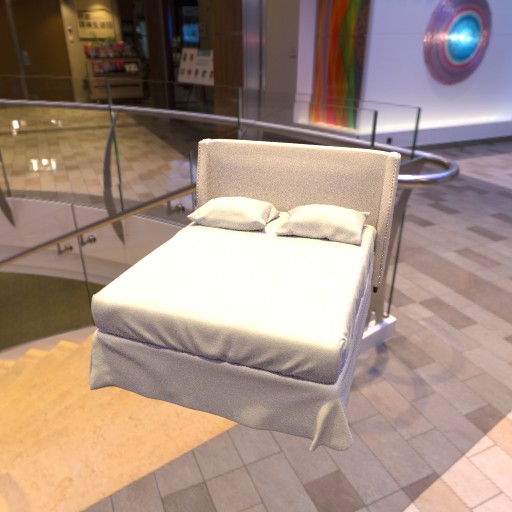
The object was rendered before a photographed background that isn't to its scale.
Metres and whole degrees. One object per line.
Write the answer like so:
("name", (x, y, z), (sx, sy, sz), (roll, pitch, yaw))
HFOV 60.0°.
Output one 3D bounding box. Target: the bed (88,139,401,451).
("bed", (0.000, 0.000, 3.497), (1.925, 1.332, 2.276), (9, 27, 17))
